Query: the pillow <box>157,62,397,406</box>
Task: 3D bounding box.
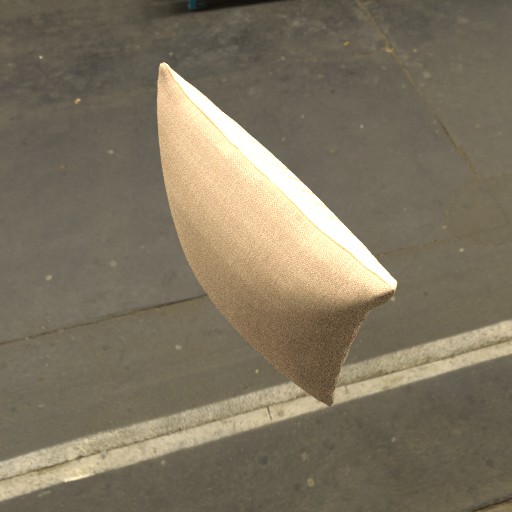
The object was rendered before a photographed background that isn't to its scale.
[{"bbox_3d":[0.000,0.000,0.818,0.215,0.519,0.521,-32,63,-19],"label":"pillow"}]
